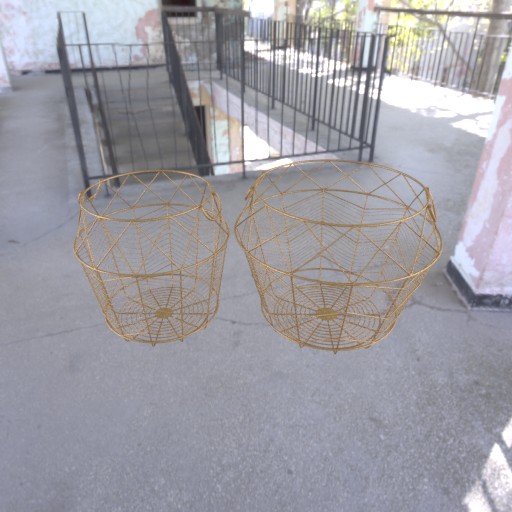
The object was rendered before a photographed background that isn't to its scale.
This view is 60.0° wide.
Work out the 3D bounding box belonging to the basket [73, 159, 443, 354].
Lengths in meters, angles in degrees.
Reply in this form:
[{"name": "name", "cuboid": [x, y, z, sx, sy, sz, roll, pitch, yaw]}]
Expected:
[{"name": "basket", "cuboid": [0.000, 0.000, 1.027, 0.805, 0.343, 0.451, 0, 31, 1]}]
